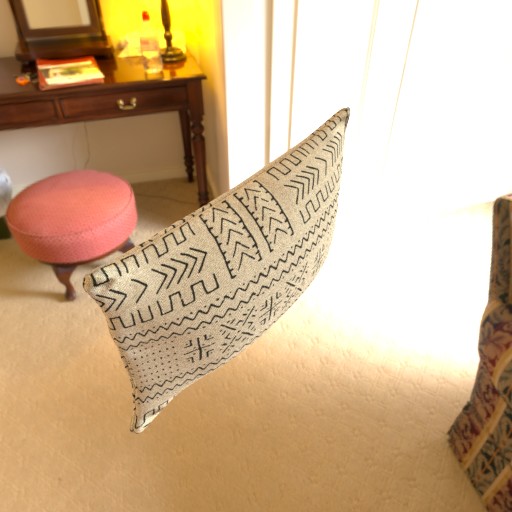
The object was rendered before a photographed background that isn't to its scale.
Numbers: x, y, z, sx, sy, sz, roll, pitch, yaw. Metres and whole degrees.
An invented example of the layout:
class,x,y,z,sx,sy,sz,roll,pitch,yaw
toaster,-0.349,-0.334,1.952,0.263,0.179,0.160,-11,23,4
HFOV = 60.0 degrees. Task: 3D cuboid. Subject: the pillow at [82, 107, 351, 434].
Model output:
class,x,y,z,sx,sy,sz,roll,pitch,yaw
pillow,0.000,0.000,0.799,0.188,0.352,0.637,26,47,27
